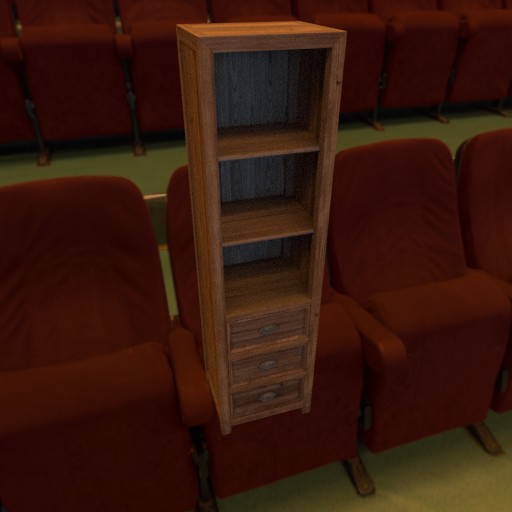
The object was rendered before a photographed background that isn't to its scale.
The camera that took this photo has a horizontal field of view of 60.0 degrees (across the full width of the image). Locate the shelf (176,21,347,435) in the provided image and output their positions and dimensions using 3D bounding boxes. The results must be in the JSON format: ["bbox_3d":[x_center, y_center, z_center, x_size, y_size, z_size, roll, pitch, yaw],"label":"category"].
[{"bbox_3d":[0.000,0.000,2.068,0.500,1.900,0.428,-10,33,-15],"label":"shelf"}]
